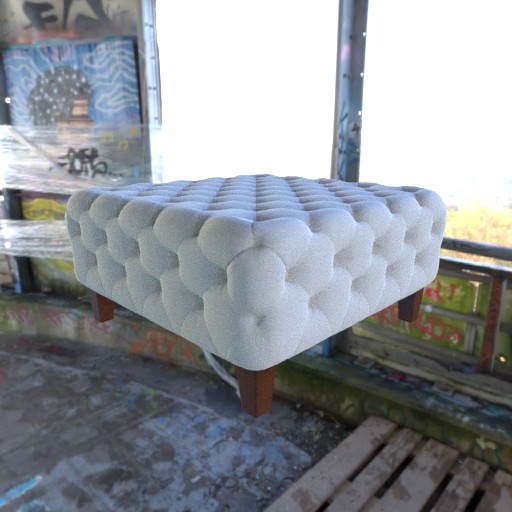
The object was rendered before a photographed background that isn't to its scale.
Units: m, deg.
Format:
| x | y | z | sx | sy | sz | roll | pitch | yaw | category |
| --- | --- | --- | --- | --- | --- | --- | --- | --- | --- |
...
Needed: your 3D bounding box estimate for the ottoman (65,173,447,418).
| x | y | z | sx | sy | sz | roll | pitch | yaw | category |
| --- | --- | --- | --- | --- | --- | --- | --- | --- | --- |
| 0.000 | 0.000 | 1.222 | 0.753 | 0.376 | 0.755 | 15 | 21 | 43 | ottoman |
